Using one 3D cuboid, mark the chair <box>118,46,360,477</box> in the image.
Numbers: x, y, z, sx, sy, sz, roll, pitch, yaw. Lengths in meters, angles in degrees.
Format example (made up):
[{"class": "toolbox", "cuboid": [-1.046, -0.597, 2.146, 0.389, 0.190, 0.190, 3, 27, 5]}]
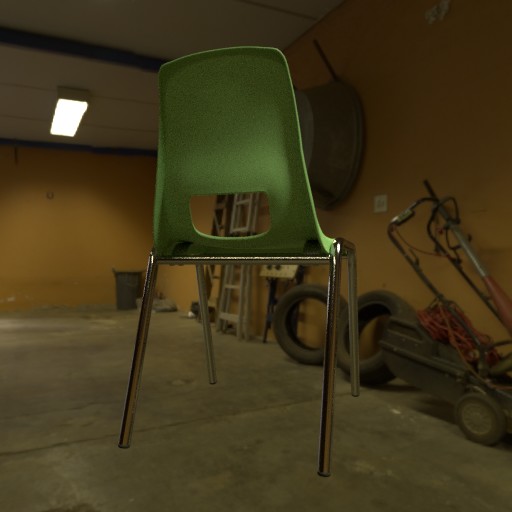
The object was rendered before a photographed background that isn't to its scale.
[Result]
[{"class": "chair", "cuboid": [0.000, 0.000, 0.899, 0.381, 0.653, 0.436, 0, -1, 17]}]
